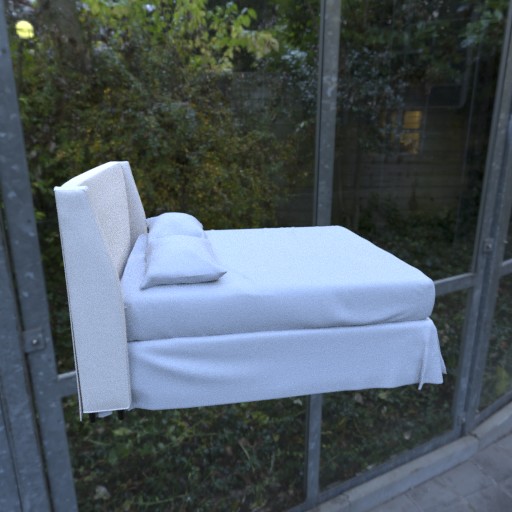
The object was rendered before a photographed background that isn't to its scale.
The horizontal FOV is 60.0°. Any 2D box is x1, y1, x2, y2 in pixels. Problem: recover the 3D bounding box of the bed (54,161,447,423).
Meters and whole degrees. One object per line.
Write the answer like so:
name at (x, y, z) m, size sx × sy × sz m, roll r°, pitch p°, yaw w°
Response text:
bed at (0.000, 0.000, 3.333) m, size 2.276 × 1.332 × 1.925 m, roll -3°, pitch 16°, yaw -9°
